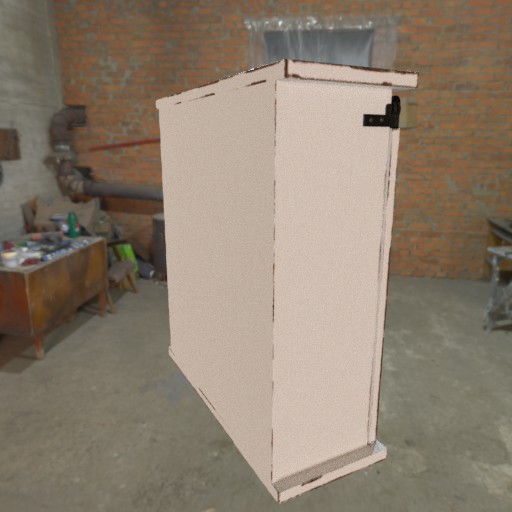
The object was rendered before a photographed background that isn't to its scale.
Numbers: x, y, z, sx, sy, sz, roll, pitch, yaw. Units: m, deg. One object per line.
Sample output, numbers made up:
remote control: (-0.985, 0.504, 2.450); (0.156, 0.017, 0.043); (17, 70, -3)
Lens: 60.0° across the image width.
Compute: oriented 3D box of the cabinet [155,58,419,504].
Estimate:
cabinet: (0.000, 0.000, 0.852); (0.210, 0.603, 0.541); (-7, 16, -27)
